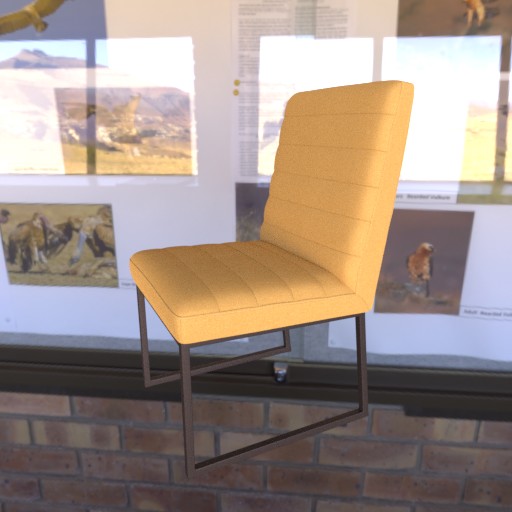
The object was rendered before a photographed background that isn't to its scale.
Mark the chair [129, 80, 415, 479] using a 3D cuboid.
[{"bbox_3d":[0.000,0.000,1.268,0.634,0.930,0.520,-8,18,-25],"label":"chair"}]
